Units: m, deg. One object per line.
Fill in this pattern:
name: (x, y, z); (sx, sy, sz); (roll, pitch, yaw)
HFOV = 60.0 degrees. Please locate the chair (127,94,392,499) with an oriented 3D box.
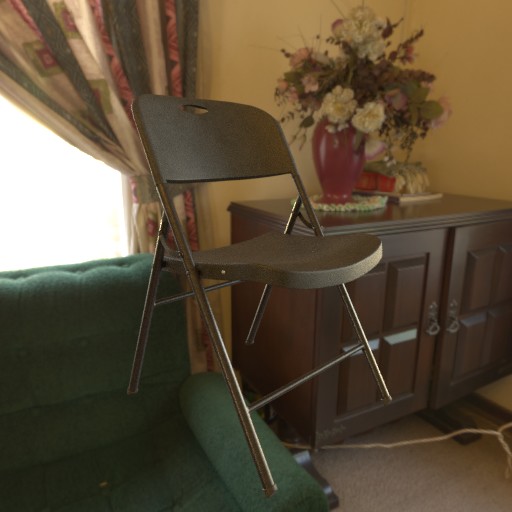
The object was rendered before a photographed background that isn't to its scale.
chair: (0.000, 0.000, 1.138); (0.566, 0.810, 0.494); (13, 19, 43)
